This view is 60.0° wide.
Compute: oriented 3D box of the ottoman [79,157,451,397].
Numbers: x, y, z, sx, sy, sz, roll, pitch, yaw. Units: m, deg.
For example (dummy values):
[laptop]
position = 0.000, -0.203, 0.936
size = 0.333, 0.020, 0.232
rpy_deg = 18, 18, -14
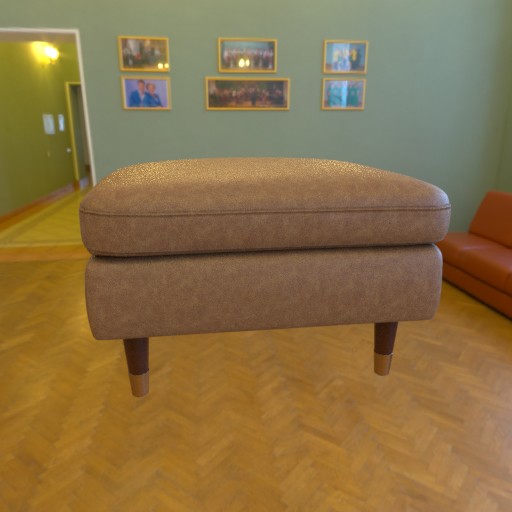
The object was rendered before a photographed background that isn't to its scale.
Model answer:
[ottoman]
position = 0.000, 0.000, 1.122
size = 0.747, 0.478, 0.593
rpy_deg = -3, 17, -8
